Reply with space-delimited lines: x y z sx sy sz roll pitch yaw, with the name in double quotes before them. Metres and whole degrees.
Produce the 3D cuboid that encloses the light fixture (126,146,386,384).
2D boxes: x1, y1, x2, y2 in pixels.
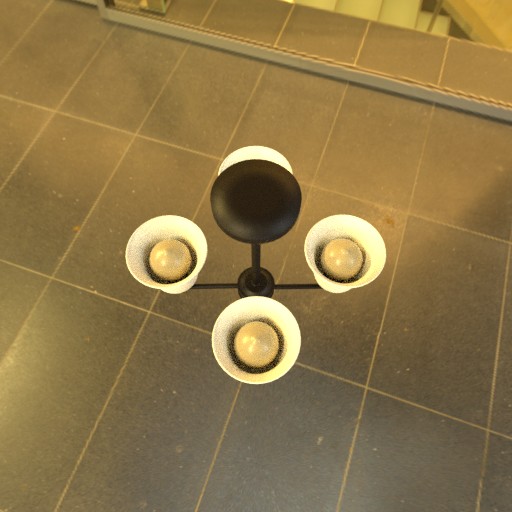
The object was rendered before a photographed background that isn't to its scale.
"light fixture" 0.000 0.000 1.872 1.069 0.925 1.069 0 65 0
